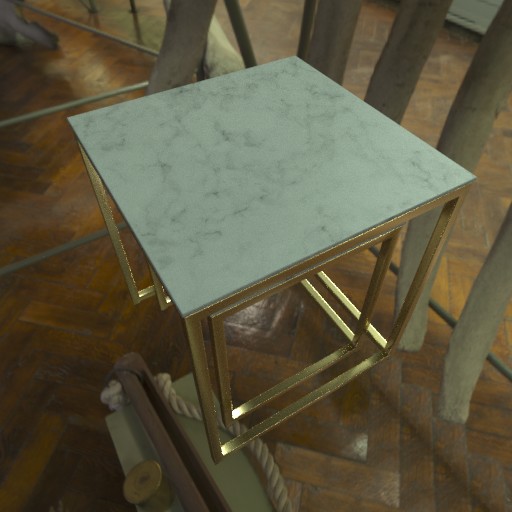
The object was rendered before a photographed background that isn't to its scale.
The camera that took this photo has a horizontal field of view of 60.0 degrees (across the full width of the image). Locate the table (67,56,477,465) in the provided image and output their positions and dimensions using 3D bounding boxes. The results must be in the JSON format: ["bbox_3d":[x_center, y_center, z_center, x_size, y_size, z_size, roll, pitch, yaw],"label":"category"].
[{"bbox_3d":[0.000,0.000,0.854,0.450,0.500,0.450,-24,52,-20],"label":"table"}]
